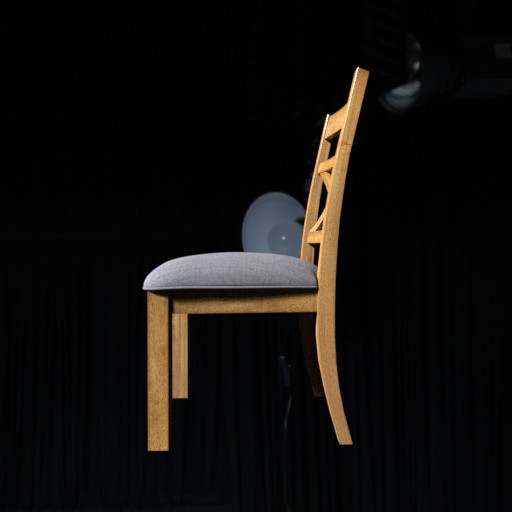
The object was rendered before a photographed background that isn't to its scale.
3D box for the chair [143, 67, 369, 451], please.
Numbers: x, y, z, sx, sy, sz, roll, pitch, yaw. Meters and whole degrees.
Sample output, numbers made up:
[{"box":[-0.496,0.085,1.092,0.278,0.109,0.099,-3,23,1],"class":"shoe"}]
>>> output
[{"box":[0.000,0.000,1.309,0.581,0.949,0.470,0,1,-2],"class":"chair"}]
